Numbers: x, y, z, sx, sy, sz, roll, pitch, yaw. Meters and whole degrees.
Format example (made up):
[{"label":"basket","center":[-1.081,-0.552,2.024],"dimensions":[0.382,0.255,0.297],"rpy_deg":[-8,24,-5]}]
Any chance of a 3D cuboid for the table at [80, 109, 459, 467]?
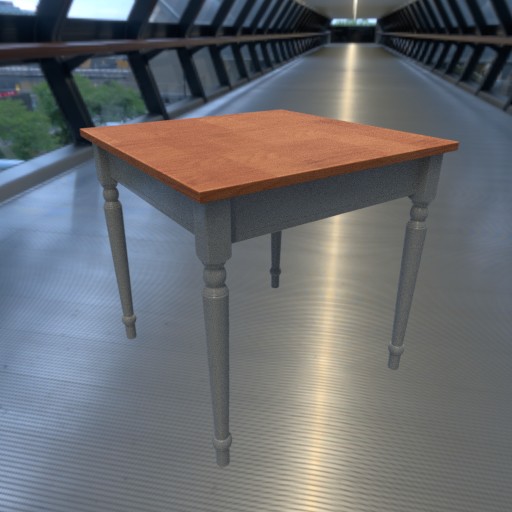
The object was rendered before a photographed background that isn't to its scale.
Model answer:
[{"label":"table","center":[0.000,0.000,1.377],"dimensions":[0.747,0.738,0.747],"rpy_deg":[-17,30,-31]}]
